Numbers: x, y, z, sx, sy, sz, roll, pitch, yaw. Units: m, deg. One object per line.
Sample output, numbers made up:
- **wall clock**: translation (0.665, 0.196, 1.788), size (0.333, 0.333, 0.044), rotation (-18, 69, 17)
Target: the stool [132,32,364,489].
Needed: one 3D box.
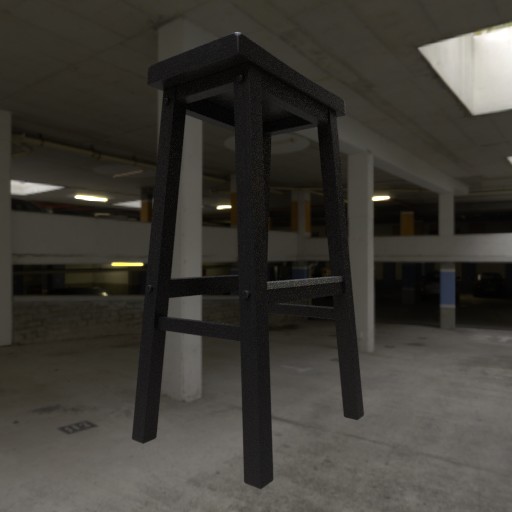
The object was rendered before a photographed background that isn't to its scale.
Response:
- **stool**: translation (0.000, 0.000, 0.960), size (0.322, 0.742, 0.406), rotation (0, 0, 37)
